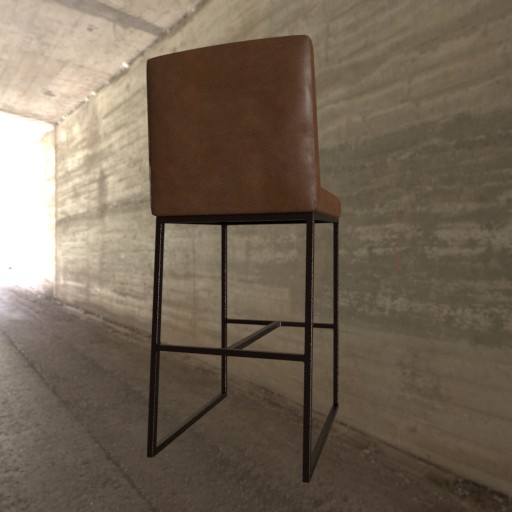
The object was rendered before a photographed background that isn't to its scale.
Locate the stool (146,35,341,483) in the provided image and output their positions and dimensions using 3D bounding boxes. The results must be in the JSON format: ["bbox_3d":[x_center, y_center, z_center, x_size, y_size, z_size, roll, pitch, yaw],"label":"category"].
[{"bbox_3d":[0.000,0.000,1.361,0.463,1.065,0.562,0,0,18],"label":"stool"}]
